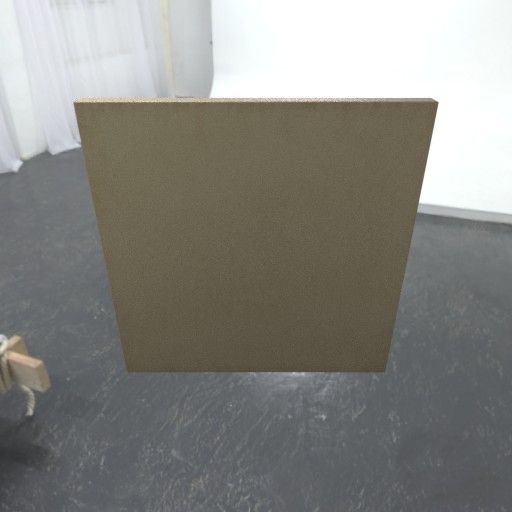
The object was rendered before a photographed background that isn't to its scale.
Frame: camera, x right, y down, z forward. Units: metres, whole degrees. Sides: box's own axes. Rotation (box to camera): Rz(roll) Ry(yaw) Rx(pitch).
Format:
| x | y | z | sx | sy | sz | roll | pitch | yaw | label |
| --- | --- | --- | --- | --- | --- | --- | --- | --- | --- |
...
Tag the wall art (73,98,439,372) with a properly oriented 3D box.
| x | y | z | sx | sy | sz | roll | pitch | yaw | label |
| --- | --- | --- | --- | --- | --- | --- | --- | --- | --- |
| 0.000 | 0.000 | 0.748 | 0.503 | 0.506 | 0.030 | 0 | 30 | 0 | wall art |
